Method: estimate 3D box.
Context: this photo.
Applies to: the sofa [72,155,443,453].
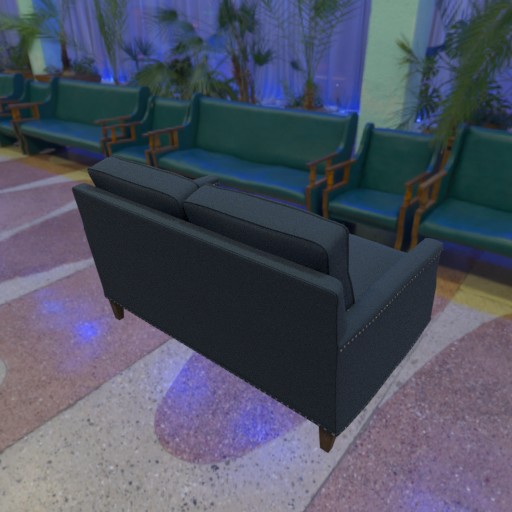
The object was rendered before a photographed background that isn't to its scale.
[{"bbox_3d":[0.000,0.000,2.303,1.597,1.003,1.084,21,36,33],"label":"sofa"}]
